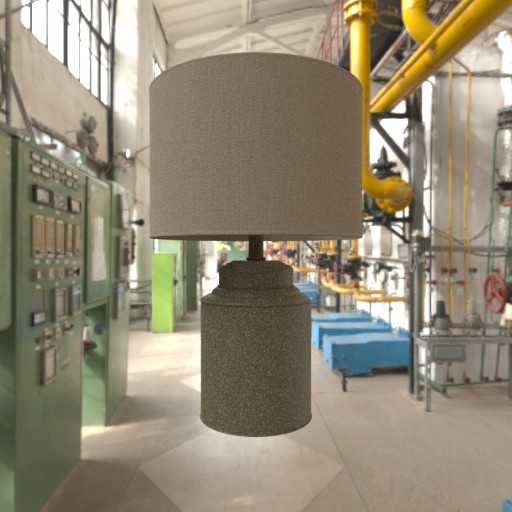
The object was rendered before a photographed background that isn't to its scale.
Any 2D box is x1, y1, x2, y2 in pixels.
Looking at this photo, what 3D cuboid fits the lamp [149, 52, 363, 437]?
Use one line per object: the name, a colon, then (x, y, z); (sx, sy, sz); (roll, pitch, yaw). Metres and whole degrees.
lamp: (0.000, 0.000, 0.680); (0.318, 0.486, 0.318); (0, 1, 0)
